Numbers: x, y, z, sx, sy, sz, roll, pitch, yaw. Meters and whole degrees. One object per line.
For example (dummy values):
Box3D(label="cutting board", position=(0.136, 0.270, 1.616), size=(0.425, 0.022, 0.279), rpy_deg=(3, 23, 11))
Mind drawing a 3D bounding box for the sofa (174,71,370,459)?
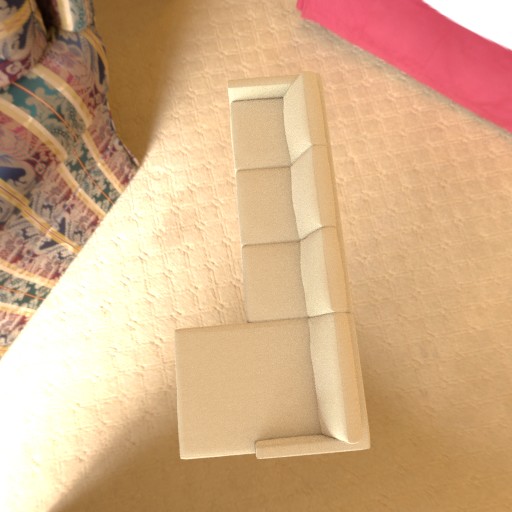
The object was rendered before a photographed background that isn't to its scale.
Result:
Box3D(label="sofa", position=(0.000, 0.000, 4.192), size=(1.599, 0.954, 3.471), rpy_deg=(-5, 77, -1))
